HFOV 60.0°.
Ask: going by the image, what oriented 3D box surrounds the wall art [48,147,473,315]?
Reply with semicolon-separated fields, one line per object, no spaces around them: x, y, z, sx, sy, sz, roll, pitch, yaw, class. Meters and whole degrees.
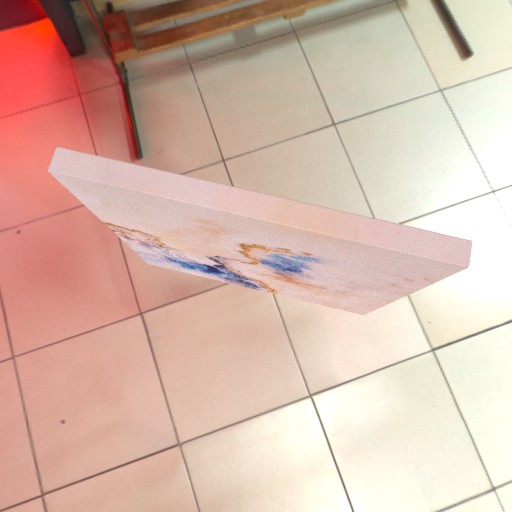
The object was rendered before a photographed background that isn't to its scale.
0.000;0.000;1.603;1.061;1.061;0.071;13;77;3;wall art
